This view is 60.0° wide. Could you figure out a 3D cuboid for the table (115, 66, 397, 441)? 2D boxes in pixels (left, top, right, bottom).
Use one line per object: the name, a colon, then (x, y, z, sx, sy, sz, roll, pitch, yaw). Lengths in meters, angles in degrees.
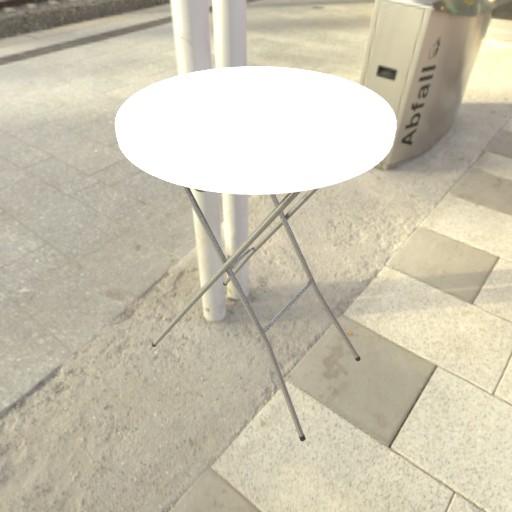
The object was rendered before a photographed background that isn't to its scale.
table: (0.000, 0.000, 1.629, 0.795, 1.105, 0.792, 25, 46, 27)
